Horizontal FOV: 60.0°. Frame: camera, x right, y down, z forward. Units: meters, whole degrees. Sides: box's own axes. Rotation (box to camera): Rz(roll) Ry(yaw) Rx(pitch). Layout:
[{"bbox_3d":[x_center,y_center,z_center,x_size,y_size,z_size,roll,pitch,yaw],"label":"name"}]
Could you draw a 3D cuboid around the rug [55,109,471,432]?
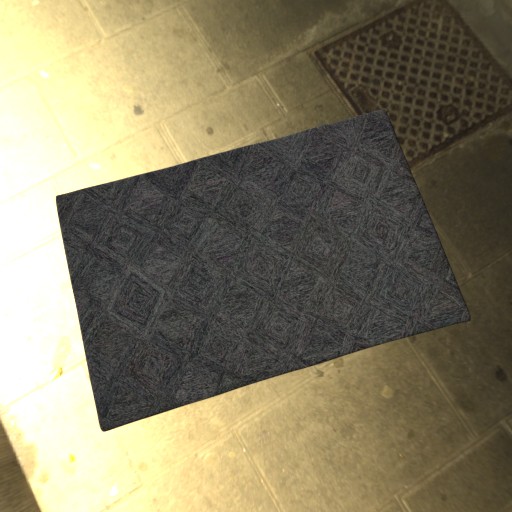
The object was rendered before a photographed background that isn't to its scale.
[{"bbox_3d":[0.000,0.000,2.129,1.752,0.013,1.158,-16,76,-4],"label":"rug"}]
